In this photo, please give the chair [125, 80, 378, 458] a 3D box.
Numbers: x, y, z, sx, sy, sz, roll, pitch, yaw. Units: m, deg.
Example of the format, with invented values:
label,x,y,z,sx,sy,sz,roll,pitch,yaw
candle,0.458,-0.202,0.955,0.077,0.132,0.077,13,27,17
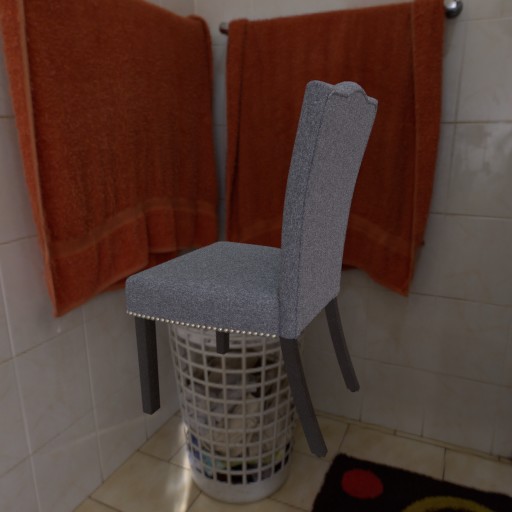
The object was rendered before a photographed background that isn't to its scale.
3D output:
label,x,y,z,sx,sy,sz,roll,pitch,yaw
chair,0.000,0.000,1.320,0.589,0.946,0.518,8,17,26
